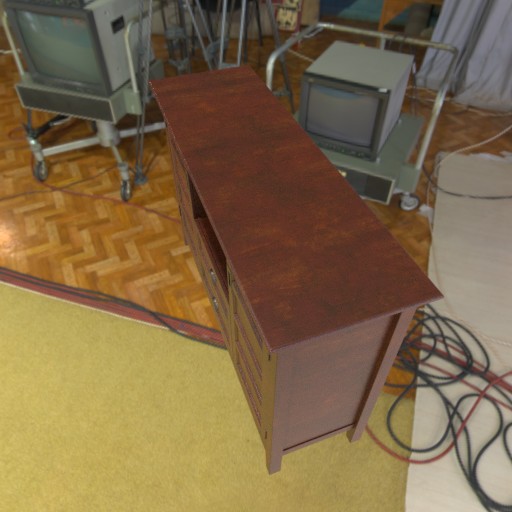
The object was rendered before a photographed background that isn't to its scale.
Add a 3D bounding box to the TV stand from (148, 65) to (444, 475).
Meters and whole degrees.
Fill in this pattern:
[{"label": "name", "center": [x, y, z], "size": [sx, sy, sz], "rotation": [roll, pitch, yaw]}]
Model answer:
[{"label": "TV stand", "center": [0.000, 0.000, 1.764], "size": [0.445, 0.915, 1.372], "rotation": [-15, 48, -14]}]
